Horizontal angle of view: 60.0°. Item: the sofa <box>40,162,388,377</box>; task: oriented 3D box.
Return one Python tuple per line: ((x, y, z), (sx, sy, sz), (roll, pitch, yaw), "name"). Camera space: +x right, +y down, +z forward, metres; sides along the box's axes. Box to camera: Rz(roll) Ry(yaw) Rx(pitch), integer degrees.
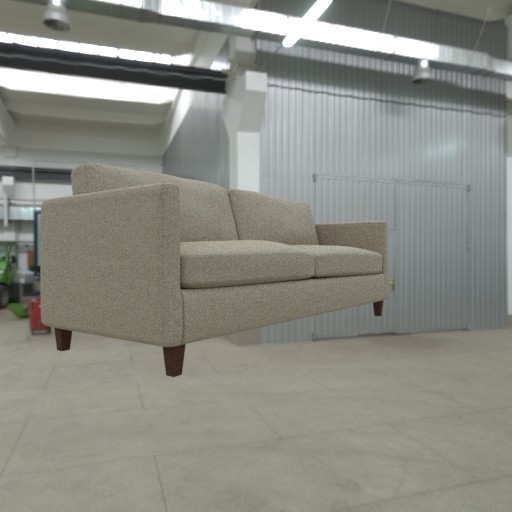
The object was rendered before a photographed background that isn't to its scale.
((0.000, 0.000, 2.919), (0.951, 0.965, 2.434), (0, 0, 36), "sofa")
